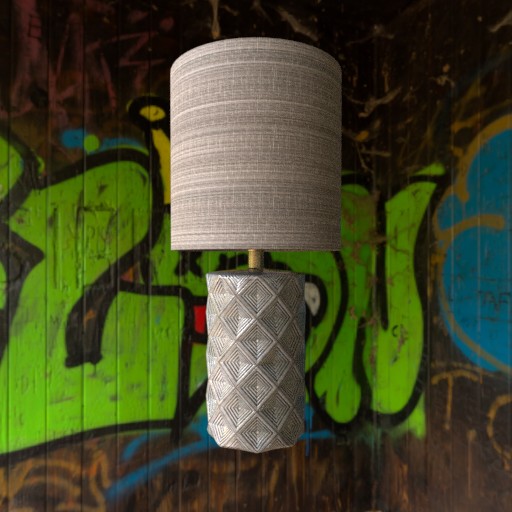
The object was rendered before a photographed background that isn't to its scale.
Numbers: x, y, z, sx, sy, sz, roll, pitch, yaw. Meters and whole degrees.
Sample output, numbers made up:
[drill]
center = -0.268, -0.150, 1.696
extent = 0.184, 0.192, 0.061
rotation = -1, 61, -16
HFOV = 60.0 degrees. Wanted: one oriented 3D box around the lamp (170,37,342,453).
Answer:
[lamp]
center = 0.000, 0.000, 0.708
extent = 0.268, 0.566, 0.269
rotation = 0, 0, 38
